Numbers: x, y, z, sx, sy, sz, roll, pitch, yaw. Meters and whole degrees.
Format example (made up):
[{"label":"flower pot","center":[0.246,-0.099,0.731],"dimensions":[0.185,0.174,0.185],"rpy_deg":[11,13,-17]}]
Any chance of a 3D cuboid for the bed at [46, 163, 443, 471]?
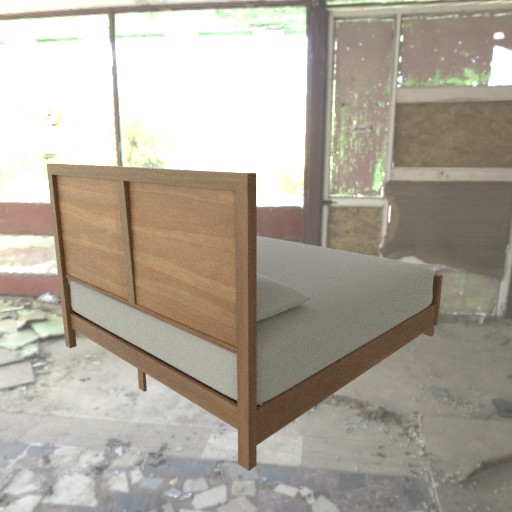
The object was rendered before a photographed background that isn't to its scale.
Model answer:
[{"label":"bed","center":[0.000,0.000,3.376],"dimensions":[2.003,1.387,2.184],"rpy_deg":[13,18,42]}]
